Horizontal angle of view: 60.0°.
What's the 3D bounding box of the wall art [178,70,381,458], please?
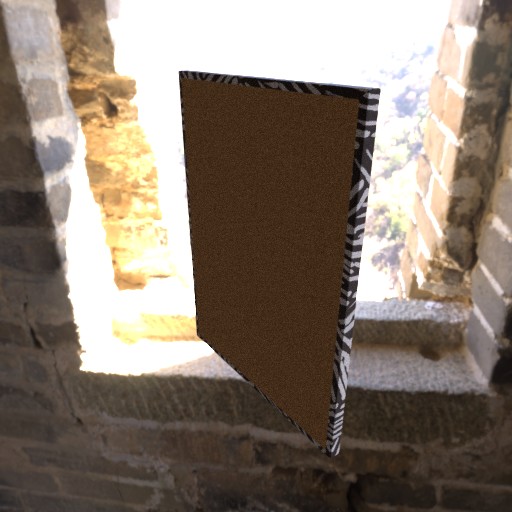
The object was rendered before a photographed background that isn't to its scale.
[{"bbox_3d":[0.000,0.000,1.356,0.038,1.017,0.765,-18,31,-33],"label":"wall art"}]
